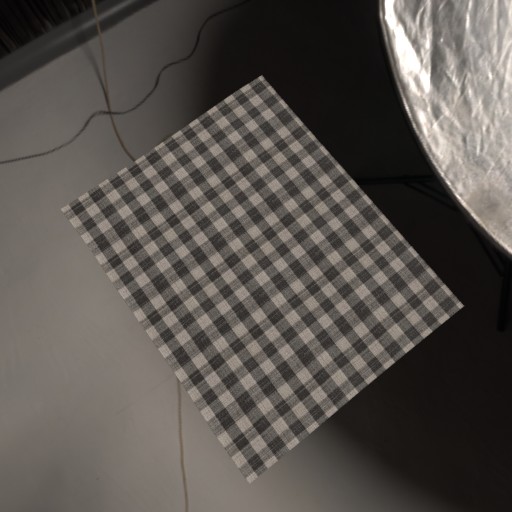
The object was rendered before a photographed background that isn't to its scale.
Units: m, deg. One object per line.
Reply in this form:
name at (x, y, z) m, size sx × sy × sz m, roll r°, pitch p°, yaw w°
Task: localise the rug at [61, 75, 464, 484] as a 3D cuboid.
rug at (0.000, 0.000, 4.125) m, size 2.432 × 0.013 × 3.021 m, roll -36°, pitch 79°, yaw -9°
